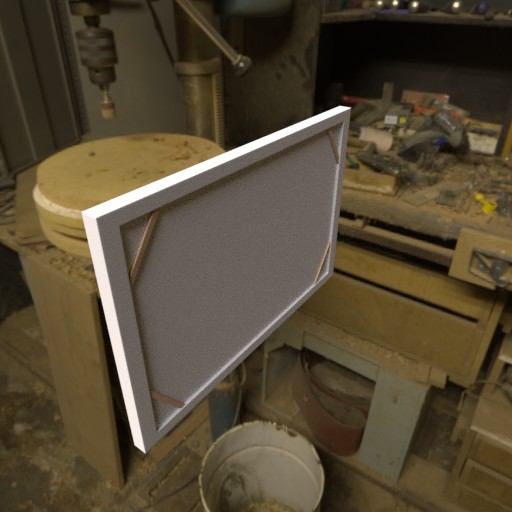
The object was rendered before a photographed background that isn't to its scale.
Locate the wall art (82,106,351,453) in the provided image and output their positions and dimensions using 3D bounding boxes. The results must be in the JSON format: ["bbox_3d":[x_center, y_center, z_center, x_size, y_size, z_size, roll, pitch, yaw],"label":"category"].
[{"bbox_3d":[0.000,0.000,1.190,0.038,0.609,0.914,21,37,30],"label":"wall art"}]
